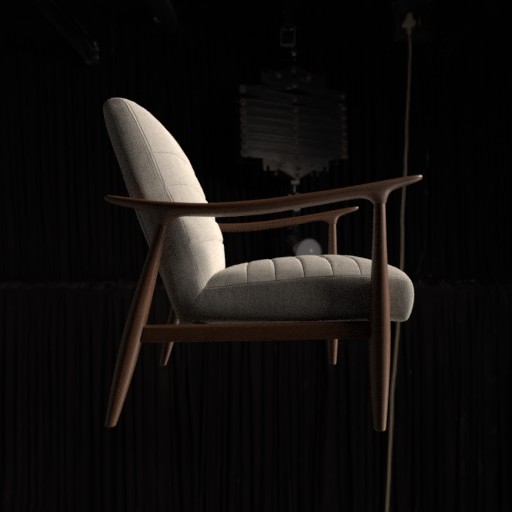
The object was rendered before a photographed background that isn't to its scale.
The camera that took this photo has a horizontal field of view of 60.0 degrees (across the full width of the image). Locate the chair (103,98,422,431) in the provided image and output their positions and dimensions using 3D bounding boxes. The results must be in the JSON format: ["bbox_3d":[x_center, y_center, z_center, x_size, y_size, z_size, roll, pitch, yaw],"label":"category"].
[{"bbox_3d":[0.000,0.000,1.390,0.798,0.832,0.741,0,0,0],"label":"chair"}]
